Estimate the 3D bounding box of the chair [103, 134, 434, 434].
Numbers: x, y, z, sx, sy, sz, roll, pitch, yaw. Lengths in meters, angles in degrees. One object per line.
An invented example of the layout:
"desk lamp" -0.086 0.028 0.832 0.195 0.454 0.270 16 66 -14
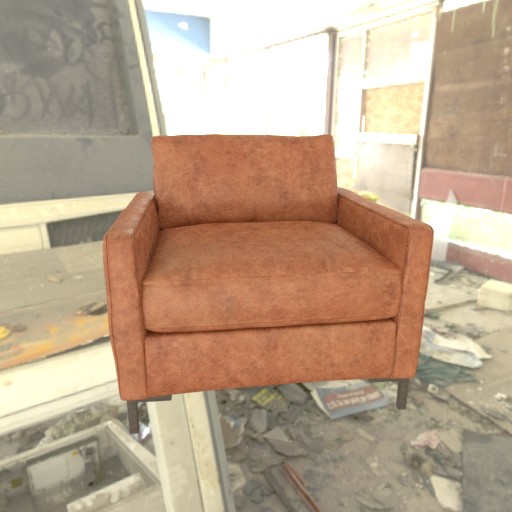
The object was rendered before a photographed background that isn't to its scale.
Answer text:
"chair" 0.000 0.000 1.660 0.967 0.869 0.862 -2 17 -8
